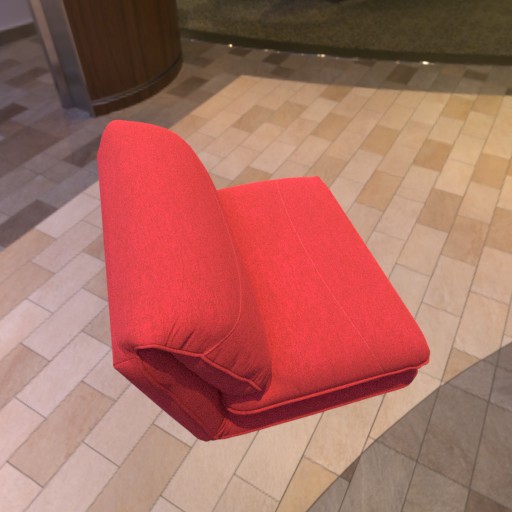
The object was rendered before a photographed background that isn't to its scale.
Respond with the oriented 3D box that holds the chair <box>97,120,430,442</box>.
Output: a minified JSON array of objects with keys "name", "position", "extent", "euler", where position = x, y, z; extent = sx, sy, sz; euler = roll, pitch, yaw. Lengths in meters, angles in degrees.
[{"name":"chair","position":[0.000,0.000,1.291],"extent":[0.780,0.580,0.820],"euler":[-12,48,-11]}]
